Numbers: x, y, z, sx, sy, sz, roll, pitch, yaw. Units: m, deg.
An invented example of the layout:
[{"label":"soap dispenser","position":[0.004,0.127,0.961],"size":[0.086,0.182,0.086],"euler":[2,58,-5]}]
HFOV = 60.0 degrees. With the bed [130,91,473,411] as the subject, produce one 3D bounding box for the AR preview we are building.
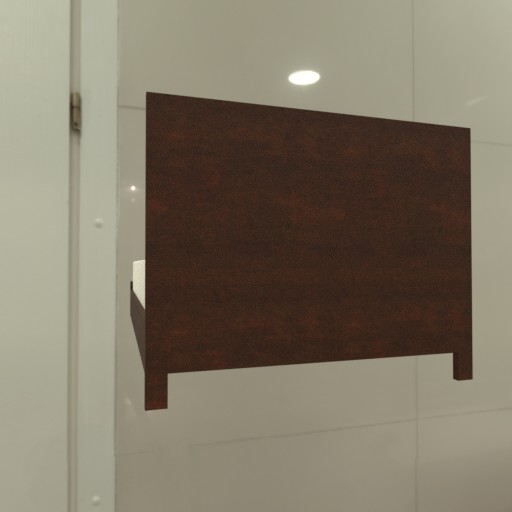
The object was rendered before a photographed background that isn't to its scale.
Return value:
[{"label":"bed","position":[0.000,0.000,3.042],"size":[1.600,1.270,2.184],"euler":[0,-1,-17]}]
